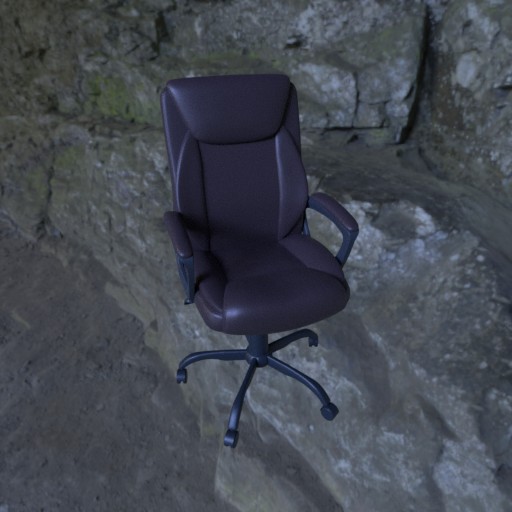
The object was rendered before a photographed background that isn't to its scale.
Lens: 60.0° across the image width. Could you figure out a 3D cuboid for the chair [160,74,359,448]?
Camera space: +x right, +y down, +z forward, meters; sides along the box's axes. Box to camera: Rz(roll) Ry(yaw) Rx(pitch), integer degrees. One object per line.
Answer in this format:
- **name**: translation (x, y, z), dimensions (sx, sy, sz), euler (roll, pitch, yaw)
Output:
- **chair**: translation (0.000, 0.000, 1.492), dimensions (0.615, 1.072, 0.655), euler (-9, 31, -16)
